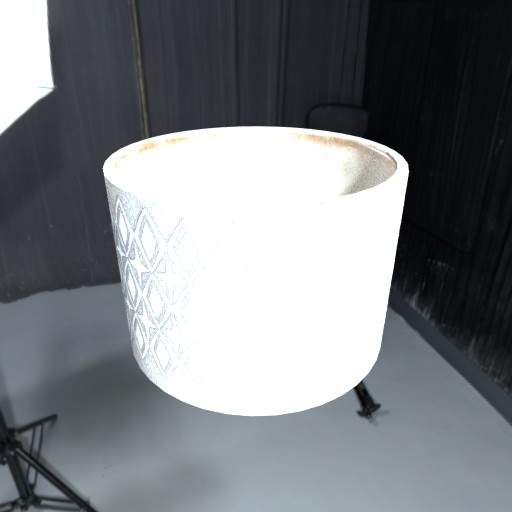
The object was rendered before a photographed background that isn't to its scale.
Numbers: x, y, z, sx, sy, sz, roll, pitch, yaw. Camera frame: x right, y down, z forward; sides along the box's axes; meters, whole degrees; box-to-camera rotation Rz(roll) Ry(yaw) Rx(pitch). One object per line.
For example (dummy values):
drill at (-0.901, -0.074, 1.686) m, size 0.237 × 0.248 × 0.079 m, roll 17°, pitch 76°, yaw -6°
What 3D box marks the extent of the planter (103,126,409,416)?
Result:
planter at (0.000, 0.000, 0.315) m, size 0.186 × 0.144 × 0.186 m, roll 0°, pitch 27°, yaw 0°
